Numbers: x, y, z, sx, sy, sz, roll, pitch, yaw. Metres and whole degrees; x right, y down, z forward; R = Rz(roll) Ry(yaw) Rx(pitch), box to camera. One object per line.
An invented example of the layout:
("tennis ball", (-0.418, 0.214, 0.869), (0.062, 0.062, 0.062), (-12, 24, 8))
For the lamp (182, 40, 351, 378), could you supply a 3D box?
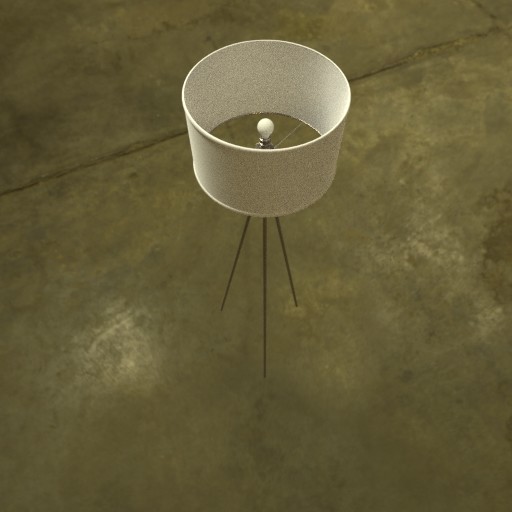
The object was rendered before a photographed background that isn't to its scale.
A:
("lamp", (0.000, 0.000, 1.732), (0.458, 1.545, 0.448), (18, 60, 11))
